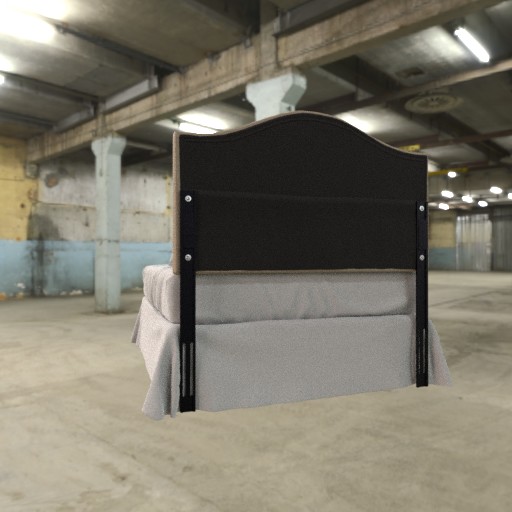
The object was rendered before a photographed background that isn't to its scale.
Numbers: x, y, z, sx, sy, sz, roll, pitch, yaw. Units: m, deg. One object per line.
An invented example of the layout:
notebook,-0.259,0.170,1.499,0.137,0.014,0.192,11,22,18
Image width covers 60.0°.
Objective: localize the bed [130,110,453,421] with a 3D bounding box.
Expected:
bed,0.000,0.000,3.494,1.876,1.645,2.221,0,0,-18
